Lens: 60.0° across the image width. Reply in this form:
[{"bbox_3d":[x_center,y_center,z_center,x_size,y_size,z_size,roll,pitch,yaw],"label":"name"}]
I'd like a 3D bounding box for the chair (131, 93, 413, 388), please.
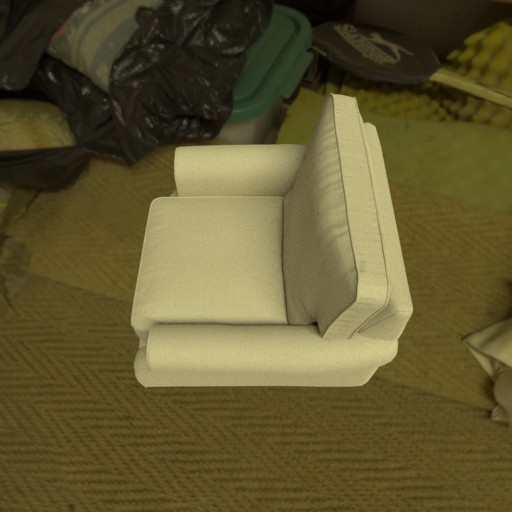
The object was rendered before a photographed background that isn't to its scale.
[{"bbox_3d":[0.000,0.000,1.788,0.966,0.967,1.029,0,57,0],"label":"chair"}]
